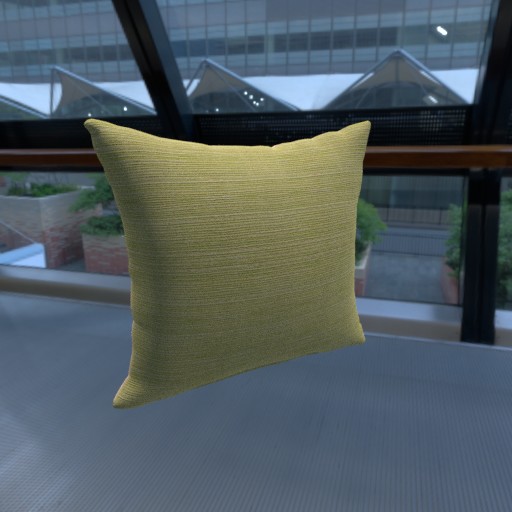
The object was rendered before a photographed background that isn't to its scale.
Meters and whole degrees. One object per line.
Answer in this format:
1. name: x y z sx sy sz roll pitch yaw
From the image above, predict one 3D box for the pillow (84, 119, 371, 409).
1. pillow: 0.000 0.000 0.825 0.560 0.487 0.229 -8 17 -27
